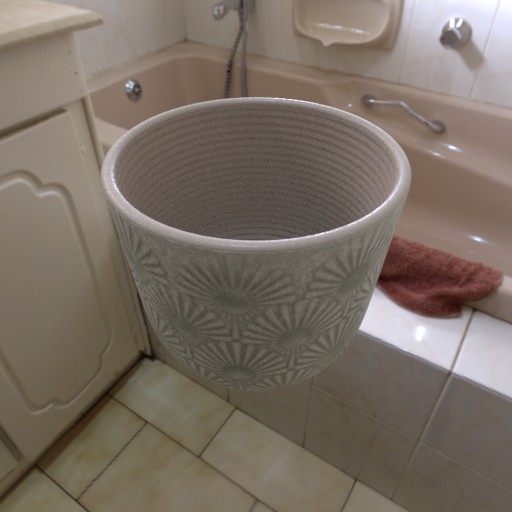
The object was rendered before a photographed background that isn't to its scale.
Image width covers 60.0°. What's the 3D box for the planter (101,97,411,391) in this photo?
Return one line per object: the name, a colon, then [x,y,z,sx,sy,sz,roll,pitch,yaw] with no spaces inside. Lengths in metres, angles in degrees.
planter: [0.000,0.000,0.298,0.170,0.152,0.170,0,40,0]
